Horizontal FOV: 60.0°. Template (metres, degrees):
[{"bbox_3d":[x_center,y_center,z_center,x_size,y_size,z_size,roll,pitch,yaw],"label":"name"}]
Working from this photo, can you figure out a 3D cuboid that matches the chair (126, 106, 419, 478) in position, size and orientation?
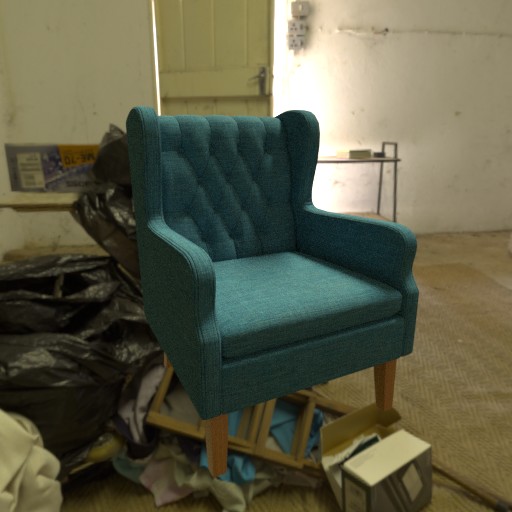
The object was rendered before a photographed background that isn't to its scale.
[{"bbox_3d":[0.000,0.000,1.480,0.711,0.952,0.775,-9,18,-27],"label":"chair"}]
